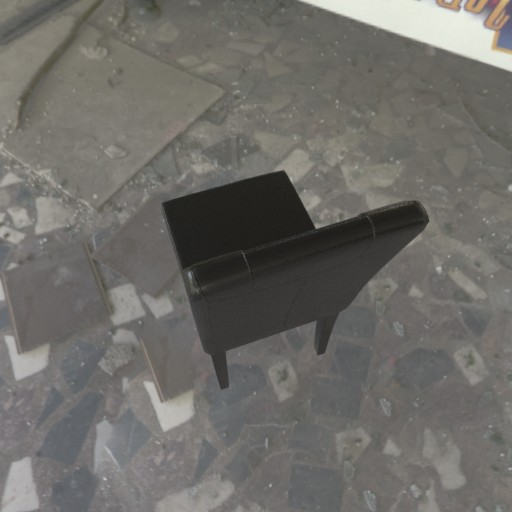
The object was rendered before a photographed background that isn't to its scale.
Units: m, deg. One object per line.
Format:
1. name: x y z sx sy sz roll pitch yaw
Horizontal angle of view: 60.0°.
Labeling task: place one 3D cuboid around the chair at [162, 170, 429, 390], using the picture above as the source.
1. chair: 0.000 0.000 1.156 0.399 0.897 0.556 -17 60 -10
